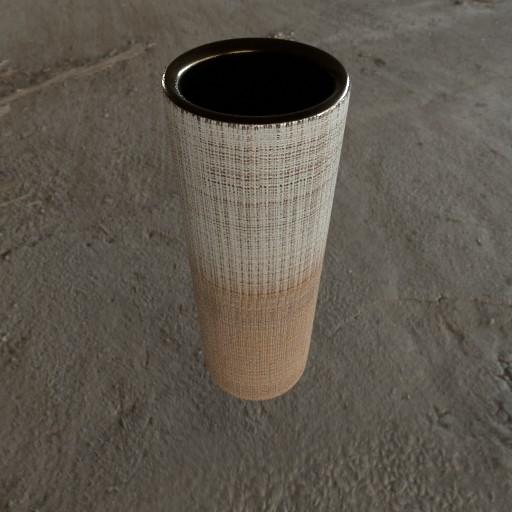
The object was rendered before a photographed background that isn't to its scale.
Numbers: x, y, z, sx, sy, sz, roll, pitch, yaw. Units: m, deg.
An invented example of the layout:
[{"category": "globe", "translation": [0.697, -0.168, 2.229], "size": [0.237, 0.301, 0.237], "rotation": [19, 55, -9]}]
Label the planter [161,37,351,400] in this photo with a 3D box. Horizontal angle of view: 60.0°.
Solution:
[{"category": "planter", "translation": [0.000, 0.000, 0.331], "size": [0.099, 0.278, 0.099], "rotation": [-25, 51, -22]}]
